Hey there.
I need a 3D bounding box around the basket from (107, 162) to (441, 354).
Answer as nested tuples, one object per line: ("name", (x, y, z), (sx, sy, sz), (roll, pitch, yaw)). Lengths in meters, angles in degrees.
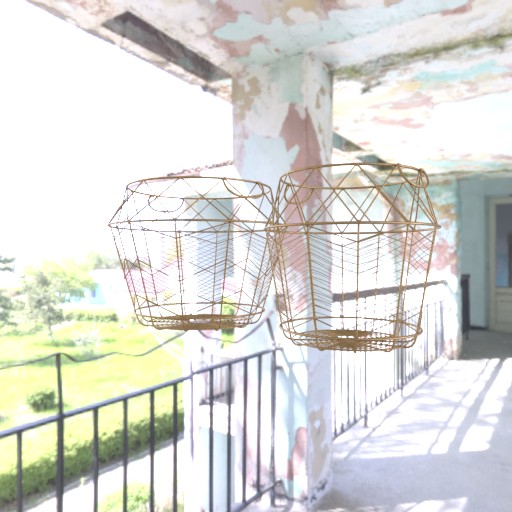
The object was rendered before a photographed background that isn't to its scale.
("basket", (0.000, 0.000, 1.026), (0.805, 0.343, 0.451), (0, 0, 36))
